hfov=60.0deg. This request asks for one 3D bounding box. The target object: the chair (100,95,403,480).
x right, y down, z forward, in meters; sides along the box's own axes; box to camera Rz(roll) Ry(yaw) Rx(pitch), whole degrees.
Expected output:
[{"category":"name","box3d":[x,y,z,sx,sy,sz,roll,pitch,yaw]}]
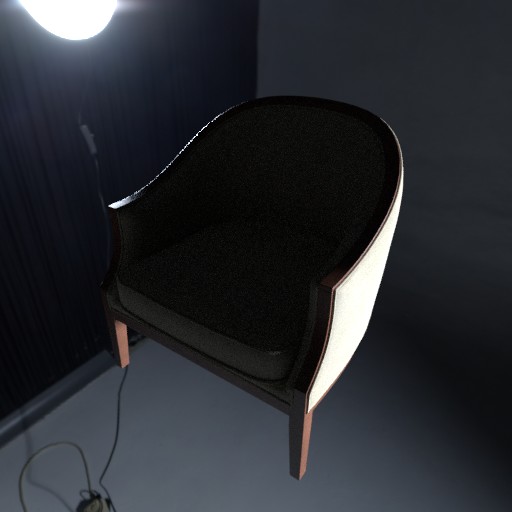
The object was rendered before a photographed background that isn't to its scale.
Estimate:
[{"category":"chair","box3d":[0.000,0.000,1.438,0.803,0.876,0.735,20,36,30]}]
